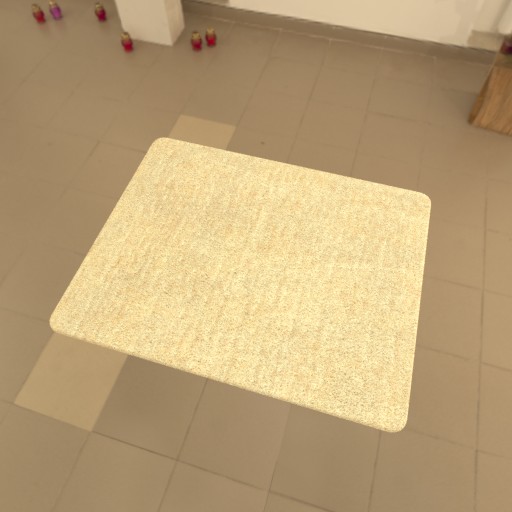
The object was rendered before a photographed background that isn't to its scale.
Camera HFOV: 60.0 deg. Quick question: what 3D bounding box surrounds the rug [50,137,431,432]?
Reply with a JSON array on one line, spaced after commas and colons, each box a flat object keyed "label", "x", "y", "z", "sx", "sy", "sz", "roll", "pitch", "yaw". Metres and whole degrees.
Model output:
[{"label": "rug", "x": 0.000, "y": 0.000, "z": 3.455, "sx": 2.528, "sy": 0.048, "sz": 2.009, "roll": 14, "pitch": 59, "yaw": 9}]
